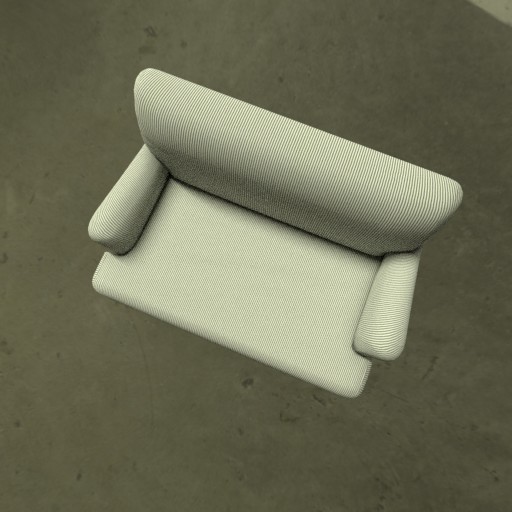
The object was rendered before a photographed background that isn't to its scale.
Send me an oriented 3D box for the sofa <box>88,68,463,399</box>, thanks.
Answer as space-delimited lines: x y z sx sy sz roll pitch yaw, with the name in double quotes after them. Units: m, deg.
0.000 0.000 1.826 1.297 0.889 0.779 22 78 5 "sofa"
